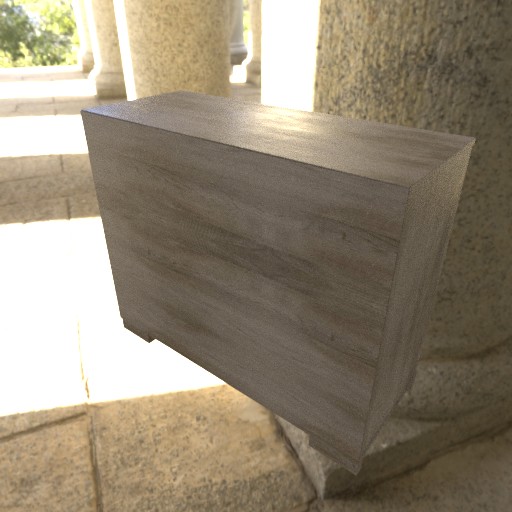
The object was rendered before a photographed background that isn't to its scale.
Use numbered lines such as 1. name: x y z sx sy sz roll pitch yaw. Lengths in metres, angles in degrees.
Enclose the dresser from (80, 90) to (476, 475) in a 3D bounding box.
1. dresser: 0.000 0.000 1.373 0.994 0.816 0.404 22 37 32
